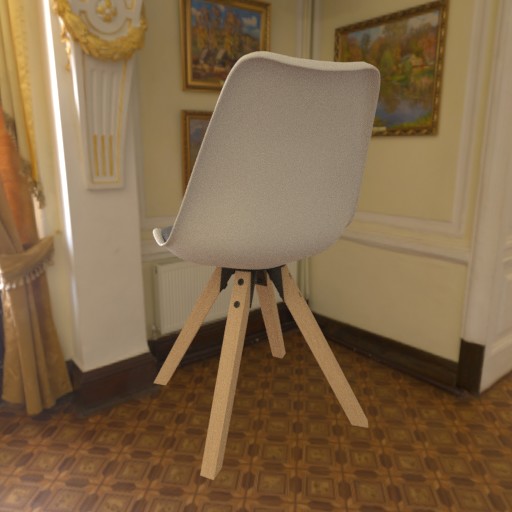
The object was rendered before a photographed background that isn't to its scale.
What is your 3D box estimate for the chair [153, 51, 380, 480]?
[{"bbox_3d":[0.000,0.000,1.120,0.485,0.850,0.550,-7,15,-25],"label":"chair"}]
